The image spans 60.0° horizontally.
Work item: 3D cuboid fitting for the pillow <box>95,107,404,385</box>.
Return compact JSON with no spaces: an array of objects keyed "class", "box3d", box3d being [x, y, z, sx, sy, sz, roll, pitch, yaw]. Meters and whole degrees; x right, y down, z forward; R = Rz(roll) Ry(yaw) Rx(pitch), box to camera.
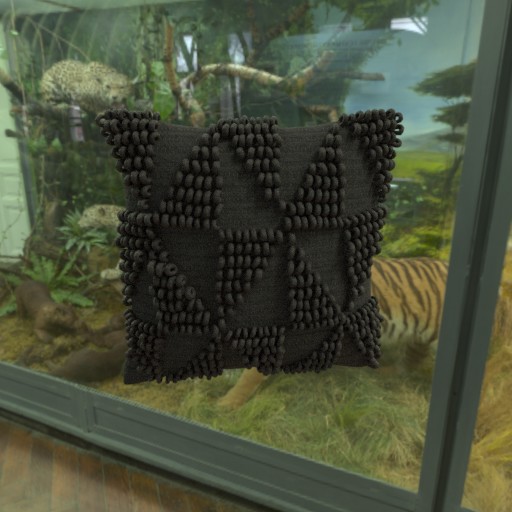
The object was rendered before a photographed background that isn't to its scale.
[{"class":"pillow","box3d":[0.000,0.000,0.735,0.470,0.467,0.172,-2,18,-7]}]
